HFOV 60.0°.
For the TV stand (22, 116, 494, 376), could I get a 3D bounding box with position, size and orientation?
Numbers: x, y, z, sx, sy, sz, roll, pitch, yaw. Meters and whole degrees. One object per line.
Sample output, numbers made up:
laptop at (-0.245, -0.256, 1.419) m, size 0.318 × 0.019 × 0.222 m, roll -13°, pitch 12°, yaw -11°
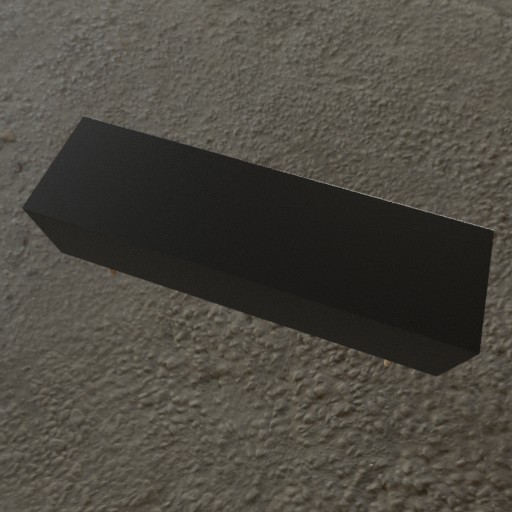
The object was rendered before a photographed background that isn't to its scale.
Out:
TV stand at (0.000, 0.000, 1.511) m, size 1.312 × 0.518 × 0.390 m, roll 17°, pitch 65°, yaw 8°
